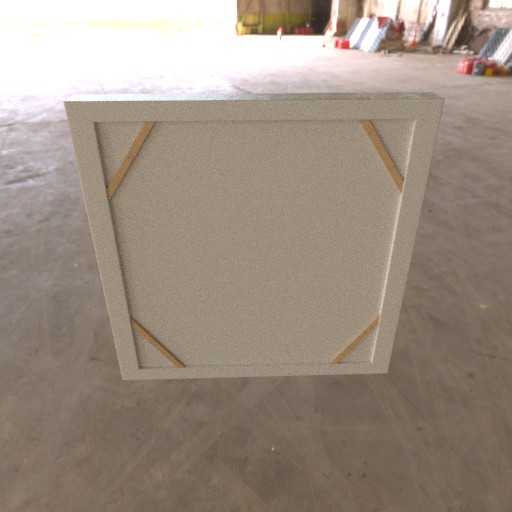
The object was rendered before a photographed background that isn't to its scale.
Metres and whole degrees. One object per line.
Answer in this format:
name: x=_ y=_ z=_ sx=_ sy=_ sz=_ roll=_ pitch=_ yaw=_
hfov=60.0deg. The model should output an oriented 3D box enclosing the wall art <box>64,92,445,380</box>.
wall art: x=0.000 y=0.000 z=0.590 sx=0.405 sy=0.407 sz=0.038 roll=-1 pitch=31 yaw=-2
